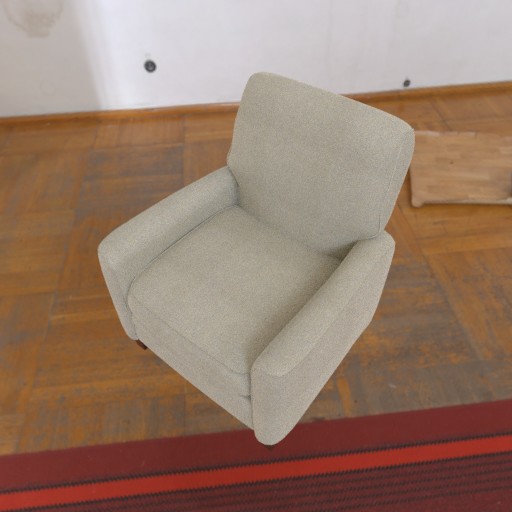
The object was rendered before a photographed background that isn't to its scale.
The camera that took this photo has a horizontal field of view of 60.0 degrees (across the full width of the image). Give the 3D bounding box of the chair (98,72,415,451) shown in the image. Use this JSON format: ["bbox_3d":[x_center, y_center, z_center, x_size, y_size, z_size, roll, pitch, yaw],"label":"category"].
[{"bbox_3d":[0.000,0.000,1.643,0.850,1.006,0.853,30,53,25],"label":"chair"}]
